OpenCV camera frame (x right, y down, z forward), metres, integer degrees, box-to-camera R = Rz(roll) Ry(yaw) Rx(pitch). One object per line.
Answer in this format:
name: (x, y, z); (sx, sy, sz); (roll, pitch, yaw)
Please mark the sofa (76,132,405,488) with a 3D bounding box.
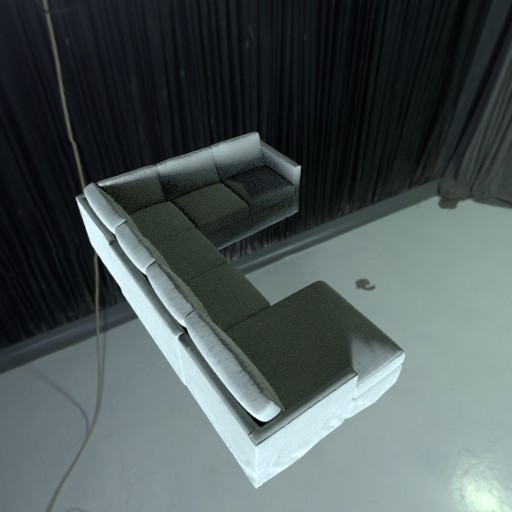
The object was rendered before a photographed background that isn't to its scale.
sofa: (0.000, 0.000, 4.499); (2.440, 0.869, 3.434); (-26, 48, -26)
